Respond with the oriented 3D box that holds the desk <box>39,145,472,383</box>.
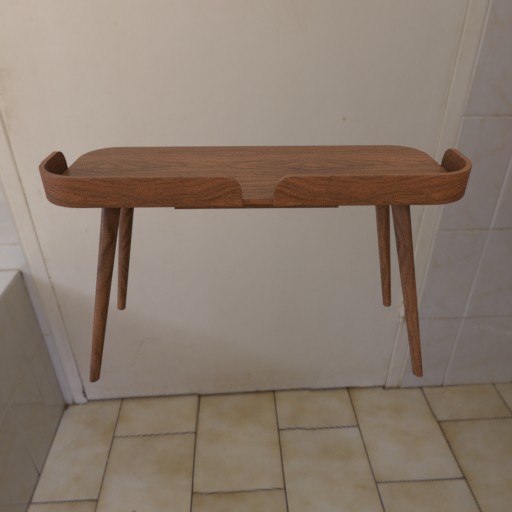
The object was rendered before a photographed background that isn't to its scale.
[{"bbox_3d":[0.000,0.000,1.611,1.256,0.800,0.486,-1,32,-1],"label":"desk"}]
